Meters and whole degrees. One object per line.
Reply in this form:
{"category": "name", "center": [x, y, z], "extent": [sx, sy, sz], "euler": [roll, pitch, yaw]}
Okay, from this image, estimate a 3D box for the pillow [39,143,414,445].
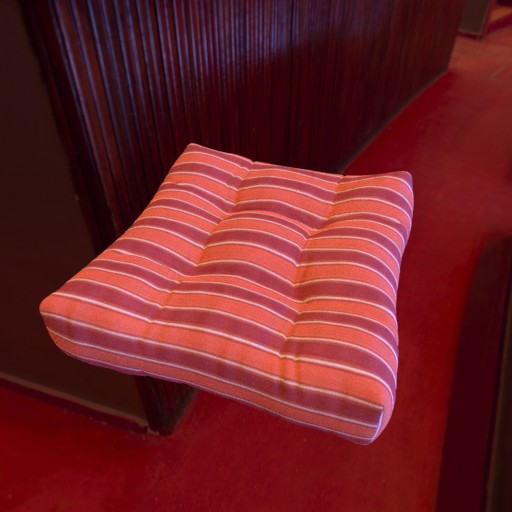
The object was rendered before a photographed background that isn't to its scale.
{"category": "pillow", "center": [0.000, 0.000, 0.714], "extent": [0.468, 0.133, 0.490], "euler": [12, 43, 13]}
